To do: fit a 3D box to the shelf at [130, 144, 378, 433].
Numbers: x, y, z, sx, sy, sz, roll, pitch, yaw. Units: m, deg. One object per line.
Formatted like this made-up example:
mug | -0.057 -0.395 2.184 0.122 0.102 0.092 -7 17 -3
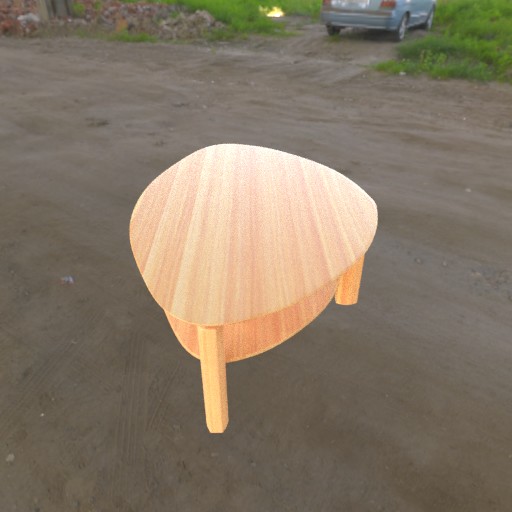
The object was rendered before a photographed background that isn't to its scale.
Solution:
shelf | 0.000 0.000 1.681 0.845 0.440 1.246 0 34 -1
